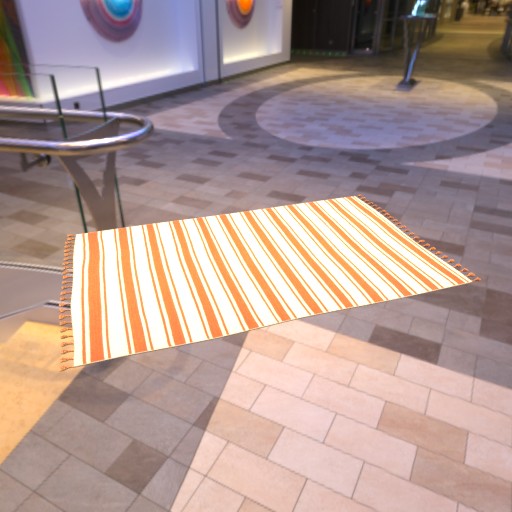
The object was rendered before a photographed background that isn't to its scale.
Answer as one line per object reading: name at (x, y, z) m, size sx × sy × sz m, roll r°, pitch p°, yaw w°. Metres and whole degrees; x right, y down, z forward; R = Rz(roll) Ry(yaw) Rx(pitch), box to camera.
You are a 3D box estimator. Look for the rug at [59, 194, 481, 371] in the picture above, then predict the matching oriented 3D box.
rug at (0.000, 0.000, 2.535) m, size 2.092 × 0.017 × 1.232 m, roll -10°, pitch 31°, yaw -16°
